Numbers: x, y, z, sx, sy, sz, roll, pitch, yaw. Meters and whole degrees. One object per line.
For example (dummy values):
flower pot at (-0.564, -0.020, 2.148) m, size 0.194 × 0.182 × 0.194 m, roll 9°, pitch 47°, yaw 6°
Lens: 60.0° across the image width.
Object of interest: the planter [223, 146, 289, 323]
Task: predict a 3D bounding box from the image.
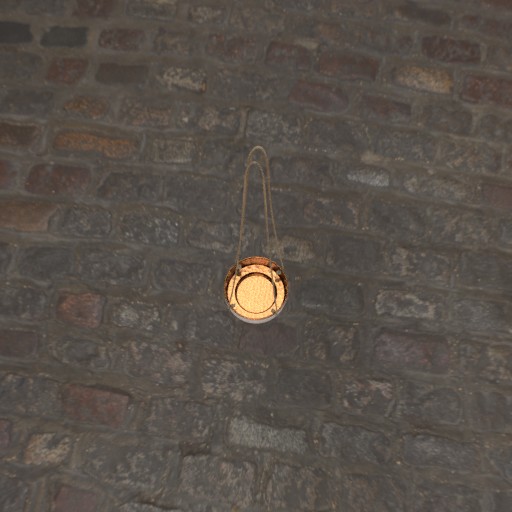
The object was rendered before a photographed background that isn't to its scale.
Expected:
planter at (0.000, 0.000, 1.137) m, size 0.223 × 1.030 × 0.223 m, roll 8°, pitch 74°, yaw 2°
